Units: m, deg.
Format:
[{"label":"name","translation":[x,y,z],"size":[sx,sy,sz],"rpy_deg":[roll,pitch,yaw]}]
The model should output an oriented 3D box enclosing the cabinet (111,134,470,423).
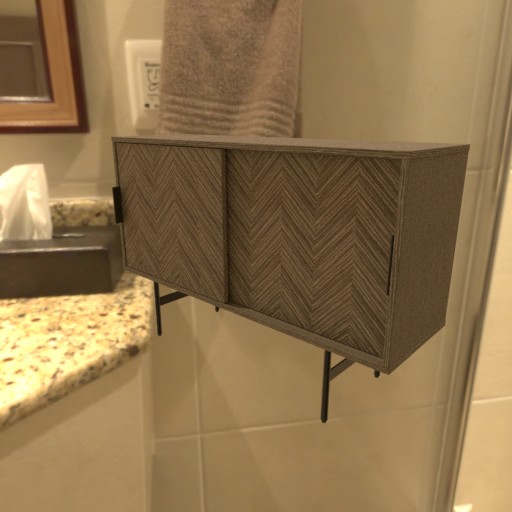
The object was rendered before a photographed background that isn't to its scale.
[{"label":"cabinet","translation":[0.000,0.000,1.551],"size":[1.194,0.787,0.405],"rpy_deg":[15,23,40]}]
